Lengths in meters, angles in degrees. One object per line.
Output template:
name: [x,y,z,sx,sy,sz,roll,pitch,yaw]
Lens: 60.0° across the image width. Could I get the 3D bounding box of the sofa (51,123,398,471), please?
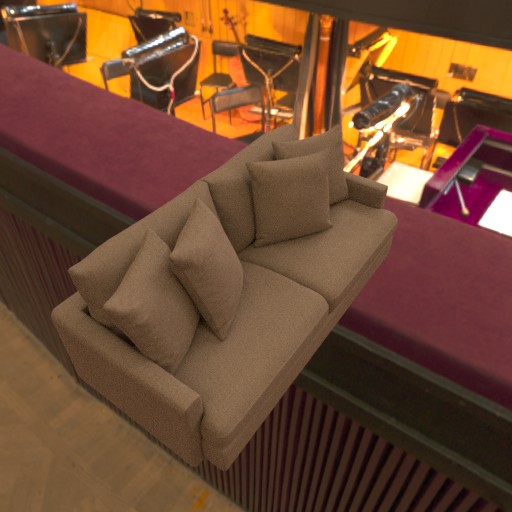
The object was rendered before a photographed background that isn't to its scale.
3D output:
sofa: [0.000,0.000,3.037,1.228,1.084,2.380,26,48,26]
